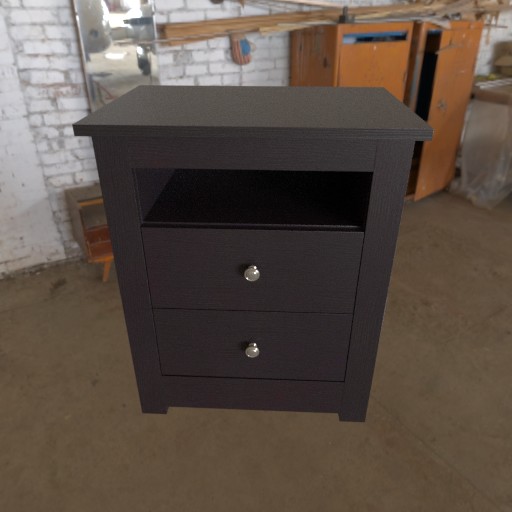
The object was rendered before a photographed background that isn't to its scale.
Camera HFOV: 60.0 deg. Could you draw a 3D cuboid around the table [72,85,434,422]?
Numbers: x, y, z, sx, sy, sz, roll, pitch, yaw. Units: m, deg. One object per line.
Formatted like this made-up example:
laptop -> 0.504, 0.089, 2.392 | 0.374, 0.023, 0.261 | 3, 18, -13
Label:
table -> 0.000, 0.000, 1.069 | 0.589, 0.711, 0.408 | 1, 30, 2
